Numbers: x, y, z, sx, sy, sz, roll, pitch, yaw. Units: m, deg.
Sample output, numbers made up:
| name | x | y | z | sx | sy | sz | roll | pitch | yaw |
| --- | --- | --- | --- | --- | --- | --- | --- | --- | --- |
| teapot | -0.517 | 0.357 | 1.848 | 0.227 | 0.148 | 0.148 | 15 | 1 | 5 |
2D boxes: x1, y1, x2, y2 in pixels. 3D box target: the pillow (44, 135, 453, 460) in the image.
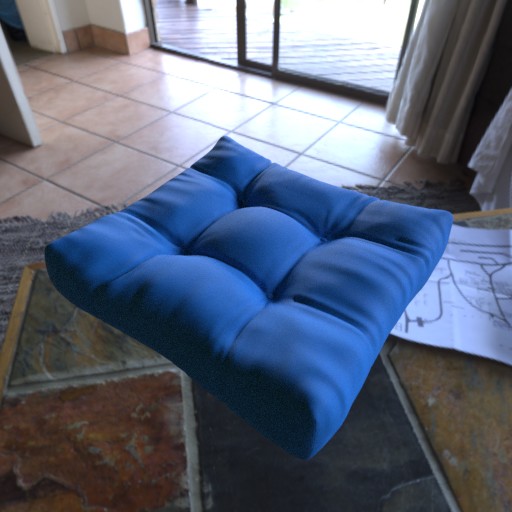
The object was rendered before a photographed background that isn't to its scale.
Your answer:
| name | x | y | z | sx | sy | sz | roll | pitch | yaw |
| --- | --- | --- | --- | --- | --- | --- | --- | --- | --- |
| pillow | 0.000 | 0.000 | 0.717 | 0.490 | 0.128 | 0.468 | 25 | 47 | 26 |
